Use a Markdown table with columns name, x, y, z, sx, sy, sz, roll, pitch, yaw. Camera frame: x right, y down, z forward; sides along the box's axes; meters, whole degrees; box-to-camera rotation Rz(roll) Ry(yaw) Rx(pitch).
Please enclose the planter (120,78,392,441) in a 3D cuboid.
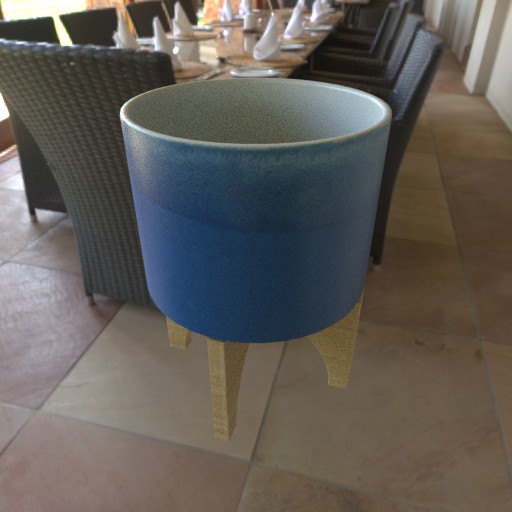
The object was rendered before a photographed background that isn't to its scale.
| name | x | y | z | sx | sy | sz | roll | pitch | yaw |
| --- | --- | --- | --- | --- | --- | --- | --- | --- | --- |
| planter | 0.000 | 0.000 | 0.393 | 0.192 | 0.263 | 0.192 | 0 | 32 | 0 |
